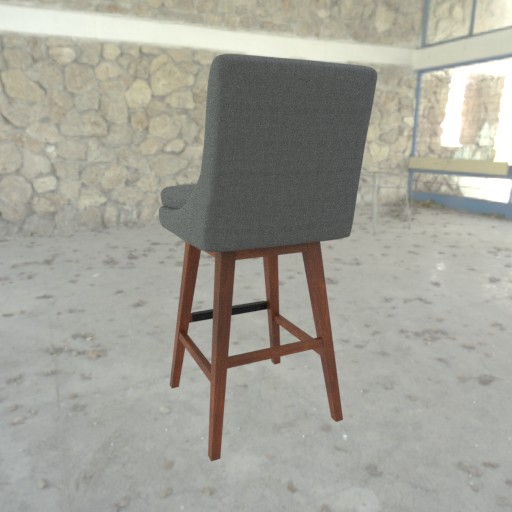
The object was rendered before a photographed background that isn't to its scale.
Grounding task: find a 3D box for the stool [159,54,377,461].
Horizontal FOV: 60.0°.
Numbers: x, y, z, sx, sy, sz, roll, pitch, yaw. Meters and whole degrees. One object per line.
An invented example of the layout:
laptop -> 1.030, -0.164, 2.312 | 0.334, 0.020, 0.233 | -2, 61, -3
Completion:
stool -> 0.000, 0.000, 1.276 | 0.447, 0.977, 0.524 | -7, 16, -25
